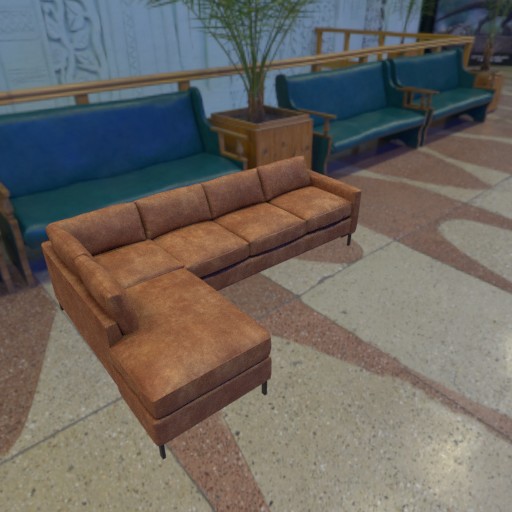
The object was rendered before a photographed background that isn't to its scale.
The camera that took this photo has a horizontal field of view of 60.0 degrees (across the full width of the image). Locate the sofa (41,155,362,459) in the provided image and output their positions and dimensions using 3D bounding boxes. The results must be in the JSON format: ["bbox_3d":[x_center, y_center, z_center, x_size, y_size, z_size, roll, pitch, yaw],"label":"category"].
[{"bbox_3d":[0.000,0.000,3.824,2.984,0.877,1.938,-22,37,-33],"label":"sofa"}]
